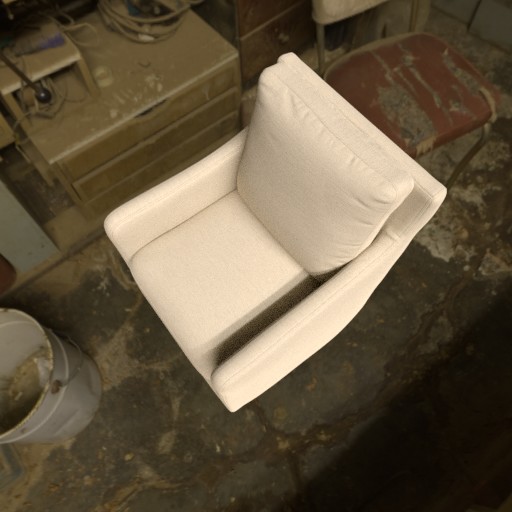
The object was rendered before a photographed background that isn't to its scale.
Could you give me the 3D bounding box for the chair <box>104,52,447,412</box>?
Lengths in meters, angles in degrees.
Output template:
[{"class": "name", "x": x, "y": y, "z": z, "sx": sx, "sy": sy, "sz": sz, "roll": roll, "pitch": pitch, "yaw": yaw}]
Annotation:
[{"class": "chair", "x": 0.000, "y": 0.000, "z": 1.392, "sx": 0.694, "sy": 0.914, "sz": 0.626, "roll": -35, "pitch": 69, "yaw": -15}]
